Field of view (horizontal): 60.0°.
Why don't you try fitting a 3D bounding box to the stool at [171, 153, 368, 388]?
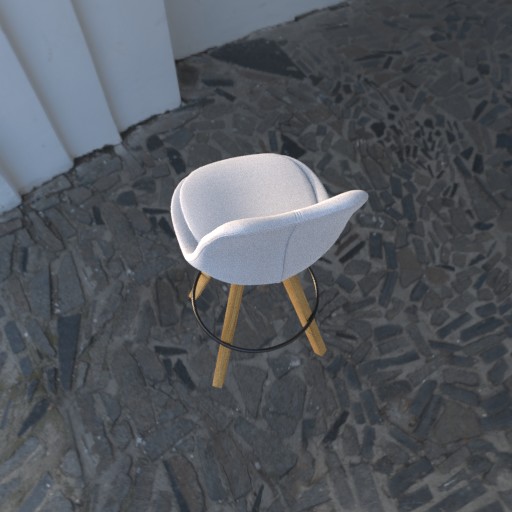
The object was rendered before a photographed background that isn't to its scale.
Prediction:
[{"bbox_3d":[0.000,0.000,1.411,0.484,1.115,0.550,-15,60,-9],"label":"stool"}]
